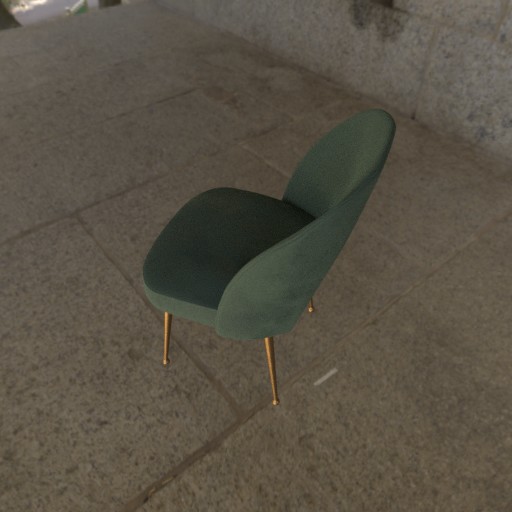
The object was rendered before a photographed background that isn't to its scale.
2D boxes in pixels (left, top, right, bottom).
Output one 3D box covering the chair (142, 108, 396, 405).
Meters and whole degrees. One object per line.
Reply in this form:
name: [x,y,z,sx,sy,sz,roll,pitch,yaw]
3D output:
chair: [0.000,0.000,1.255,0.577,0.860,0.527,16,48,15]
